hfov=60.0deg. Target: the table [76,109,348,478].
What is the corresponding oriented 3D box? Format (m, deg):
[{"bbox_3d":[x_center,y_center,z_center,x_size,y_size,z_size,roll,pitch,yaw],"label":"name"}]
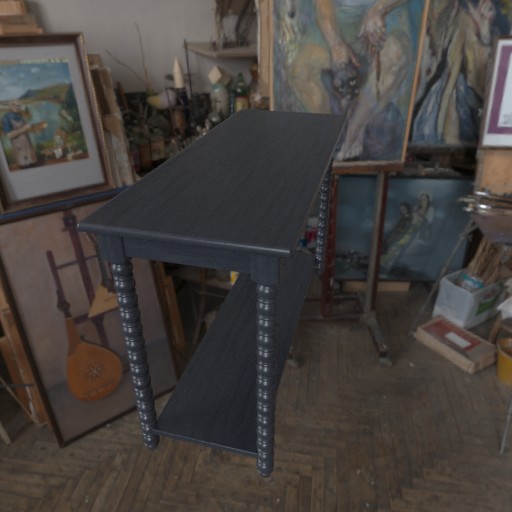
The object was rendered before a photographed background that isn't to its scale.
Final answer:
[{"bbox_3d":[0.000,0.000,1.525,0.459,0.735,1.184,7,30,13],"label":"table"}]
